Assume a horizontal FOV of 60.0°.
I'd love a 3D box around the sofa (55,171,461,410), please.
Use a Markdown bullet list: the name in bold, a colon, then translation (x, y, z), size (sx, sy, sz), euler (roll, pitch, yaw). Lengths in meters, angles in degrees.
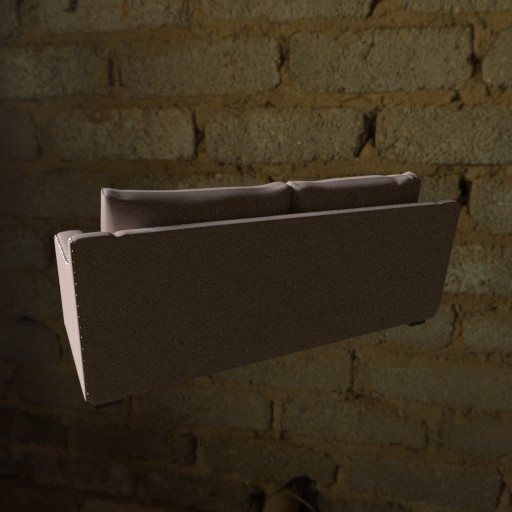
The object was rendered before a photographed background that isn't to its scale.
- **sofa**: translation (0.000, 0.000, 2.457), size (1.967, 0.901, 1.030), euler (-8, 17, -27)
